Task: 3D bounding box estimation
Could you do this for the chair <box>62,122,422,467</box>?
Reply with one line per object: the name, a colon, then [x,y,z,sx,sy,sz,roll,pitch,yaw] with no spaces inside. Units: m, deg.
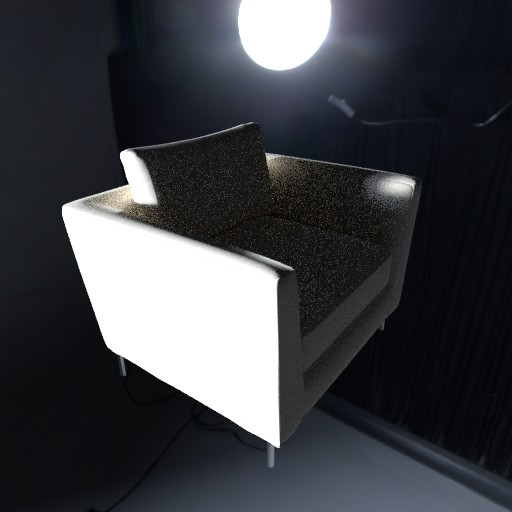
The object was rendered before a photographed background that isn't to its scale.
chair: [0.000,0.000,1.705,0.889,0.865,1.041,18,31,32]
